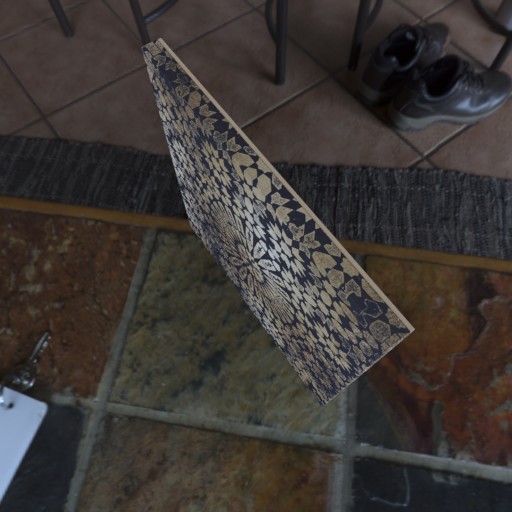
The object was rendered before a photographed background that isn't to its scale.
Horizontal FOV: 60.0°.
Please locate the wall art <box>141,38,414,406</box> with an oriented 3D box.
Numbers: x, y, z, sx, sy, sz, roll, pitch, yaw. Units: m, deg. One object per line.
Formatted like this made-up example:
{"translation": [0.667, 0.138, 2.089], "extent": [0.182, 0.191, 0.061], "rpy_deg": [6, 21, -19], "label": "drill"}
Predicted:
{"translation": [0.000, 0.000, 0.908], "extent": [0.038, 0.612, 0.612], "rpy_deg": [-32, 69, -14], "label": "wall art"}
